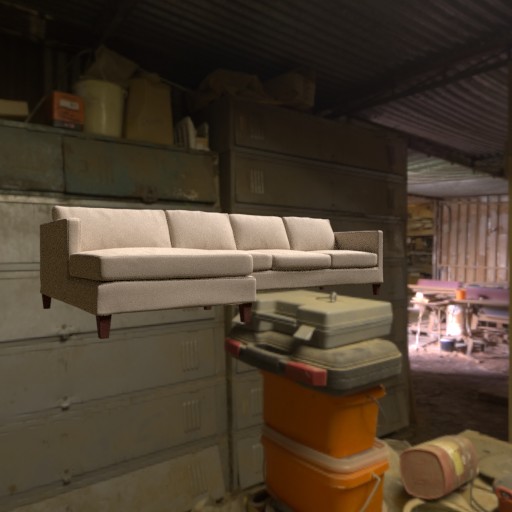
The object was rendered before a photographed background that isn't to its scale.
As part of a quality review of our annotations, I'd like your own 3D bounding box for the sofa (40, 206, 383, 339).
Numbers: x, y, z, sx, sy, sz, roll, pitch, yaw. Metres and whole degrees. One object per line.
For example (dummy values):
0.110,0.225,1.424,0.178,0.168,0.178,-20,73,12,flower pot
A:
0.000,0.000,3.867,3.186,0.846,1.625,0,1,-36,sofa
